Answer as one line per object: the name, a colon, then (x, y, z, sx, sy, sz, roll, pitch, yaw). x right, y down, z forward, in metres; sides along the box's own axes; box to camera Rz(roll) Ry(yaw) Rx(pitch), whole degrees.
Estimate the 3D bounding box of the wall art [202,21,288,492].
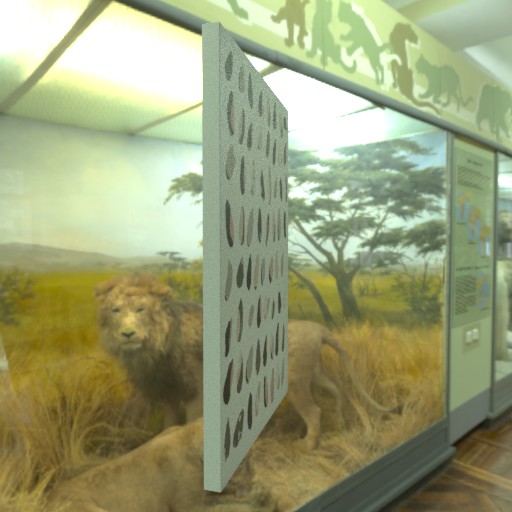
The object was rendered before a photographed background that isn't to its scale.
wall art: (0.000, 0.000, 0.768, 0.025, 0.608, 0.405, 1, 2, 17)
